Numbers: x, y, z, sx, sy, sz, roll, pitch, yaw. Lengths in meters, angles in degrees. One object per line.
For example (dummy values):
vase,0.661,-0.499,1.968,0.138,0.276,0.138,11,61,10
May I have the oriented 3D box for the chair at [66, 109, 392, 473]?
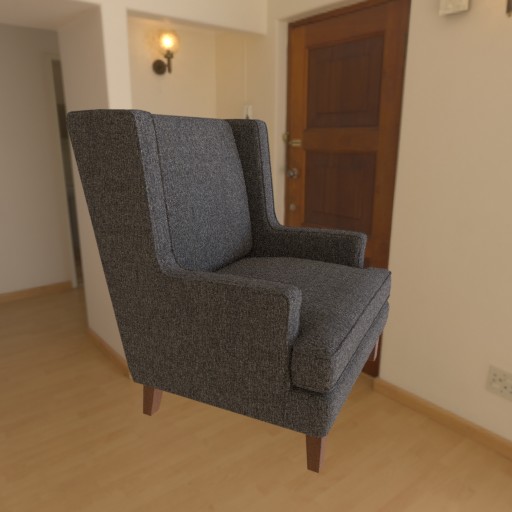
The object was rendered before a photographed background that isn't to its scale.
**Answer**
chair,0.000,0.000,1.763,0.927,1.082,0.942,7,17,25
